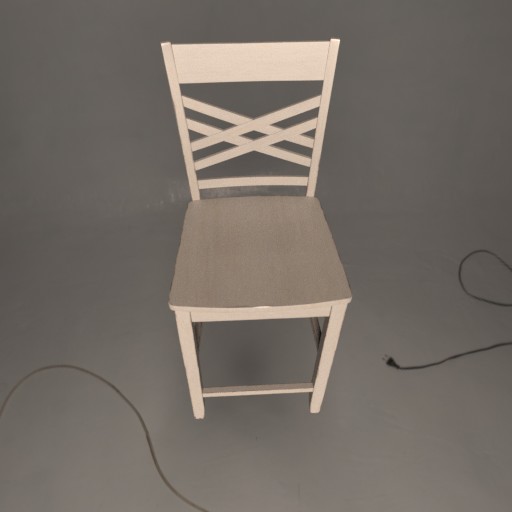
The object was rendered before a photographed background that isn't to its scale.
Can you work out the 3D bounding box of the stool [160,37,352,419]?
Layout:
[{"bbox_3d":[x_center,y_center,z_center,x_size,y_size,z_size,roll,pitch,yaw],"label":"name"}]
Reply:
[{"bbox_3d":[0.000,0.000,1.345,0.462,1.079,0.539,-2,46,-2],"label":"stool"}]
